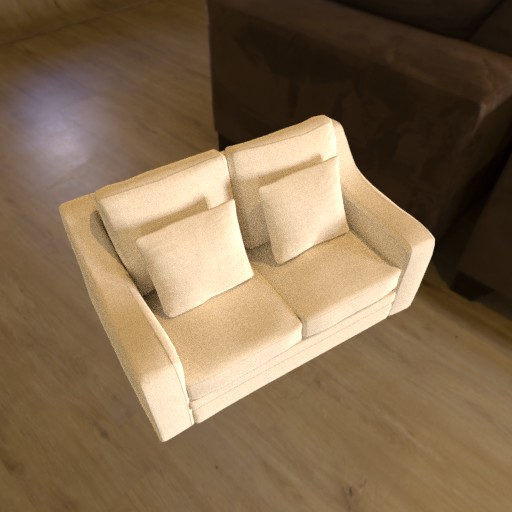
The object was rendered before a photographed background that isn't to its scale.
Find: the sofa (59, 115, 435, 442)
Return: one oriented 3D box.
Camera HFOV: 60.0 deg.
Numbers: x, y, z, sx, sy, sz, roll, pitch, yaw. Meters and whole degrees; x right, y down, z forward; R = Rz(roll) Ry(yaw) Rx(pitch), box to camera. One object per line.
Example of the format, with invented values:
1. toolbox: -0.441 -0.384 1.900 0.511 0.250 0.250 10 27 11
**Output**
1. sofa: 0.000 0.000 2.446 1.744 1.047 1.040 -23 51 -21
